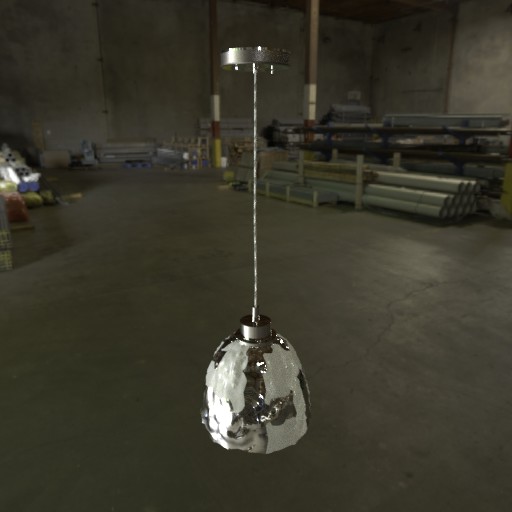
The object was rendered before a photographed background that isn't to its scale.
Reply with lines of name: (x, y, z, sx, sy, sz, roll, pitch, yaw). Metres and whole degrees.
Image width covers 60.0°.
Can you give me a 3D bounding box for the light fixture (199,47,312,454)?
light fixture: (0.000, 0.000, 1.796, 0.496, 1.511, 0.500, -15, 22, -42)
